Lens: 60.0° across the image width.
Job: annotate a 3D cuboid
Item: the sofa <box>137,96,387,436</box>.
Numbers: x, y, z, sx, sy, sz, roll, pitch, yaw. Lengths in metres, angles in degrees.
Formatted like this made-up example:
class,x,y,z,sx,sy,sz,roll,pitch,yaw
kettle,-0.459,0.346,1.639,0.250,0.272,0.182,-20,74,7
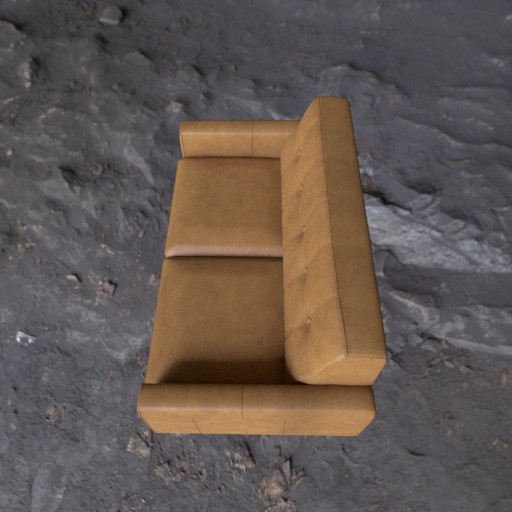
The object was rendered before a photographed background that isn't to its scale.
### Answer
class,x,y,z,sx,sy,sz,roll,pitch,yaw
sofa,0.000,0.000,2.263,0.952,0.925,1.651,1,57,0
